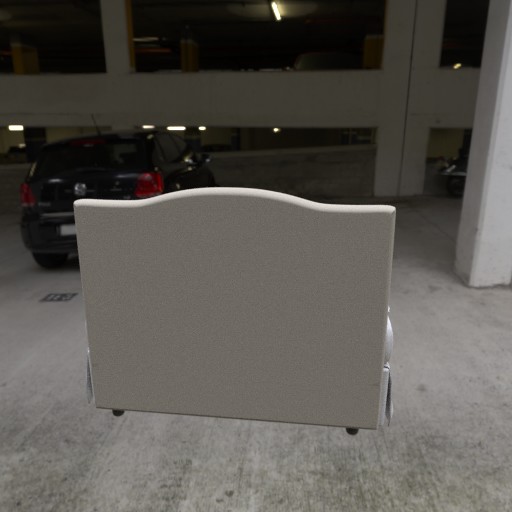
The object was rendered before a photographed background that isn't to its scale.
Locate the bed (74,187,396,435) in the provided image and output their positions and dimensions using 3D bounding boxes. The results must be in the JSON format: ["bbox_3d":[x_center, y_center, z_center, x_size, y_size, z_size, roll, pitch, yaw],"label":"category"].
[{"bbox_3d":[0.000,0.000,3.634,1.977,1.437,2.477,2,17,7],"label":"bed"}]
